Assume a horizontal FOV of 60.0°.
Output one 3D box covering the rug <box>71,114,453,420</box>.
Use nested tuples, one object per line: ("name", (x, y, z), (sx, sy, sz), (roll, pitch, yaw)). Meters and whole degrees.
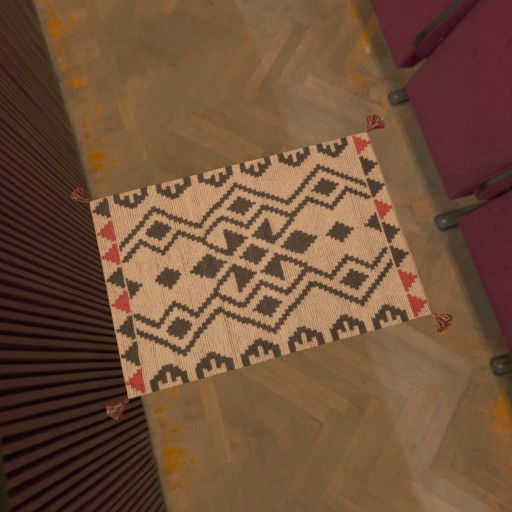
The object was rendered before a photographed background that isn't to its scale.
("rug", (0.000, 0.000, 2.669), (2.069, 0.067, 1.444), (-15, 77, -3))
